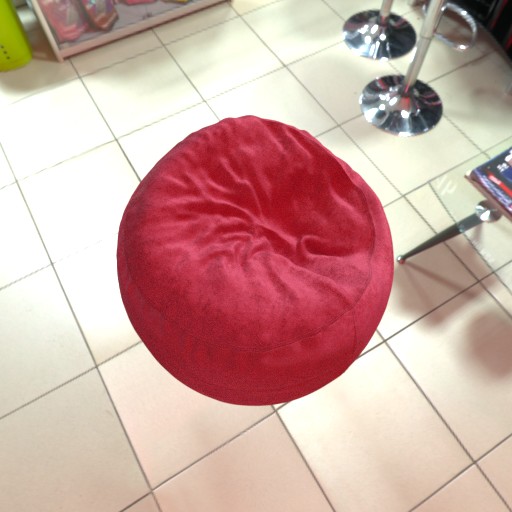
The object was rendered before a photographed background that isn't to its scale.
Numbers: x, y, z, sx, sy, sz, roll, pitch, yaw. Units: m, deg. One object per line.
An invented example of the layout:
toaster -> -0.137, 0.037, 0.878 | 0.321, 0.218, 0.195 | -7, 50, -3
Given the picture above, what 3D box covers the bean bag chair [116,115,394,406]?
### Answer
bean bag chair -> 0.000, 0.000, 1.971 | 1.218, 0.788, 1.218 | 0, 63, 0
